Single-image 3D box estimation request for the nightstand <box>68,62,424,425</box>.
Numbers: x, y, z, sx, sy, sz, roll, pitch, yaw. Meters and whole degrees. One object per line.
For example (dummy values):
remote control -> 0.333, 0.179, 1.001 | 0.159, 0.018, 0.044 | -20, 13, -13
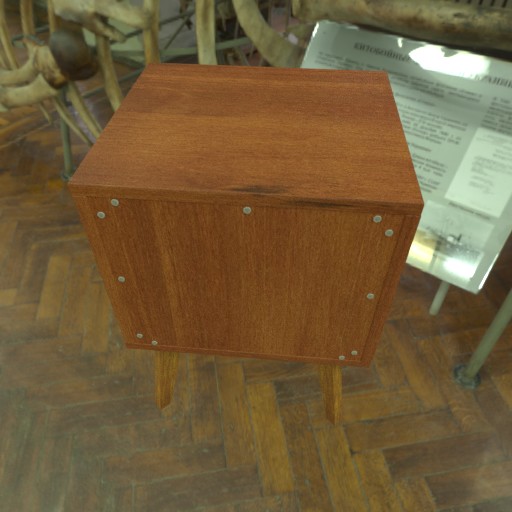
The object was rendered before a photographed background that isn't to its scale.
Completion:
nightstand -> 0.000, 0.000, 0.923 | 0.460, 0.618, 0.411 | 4, 45, 4
